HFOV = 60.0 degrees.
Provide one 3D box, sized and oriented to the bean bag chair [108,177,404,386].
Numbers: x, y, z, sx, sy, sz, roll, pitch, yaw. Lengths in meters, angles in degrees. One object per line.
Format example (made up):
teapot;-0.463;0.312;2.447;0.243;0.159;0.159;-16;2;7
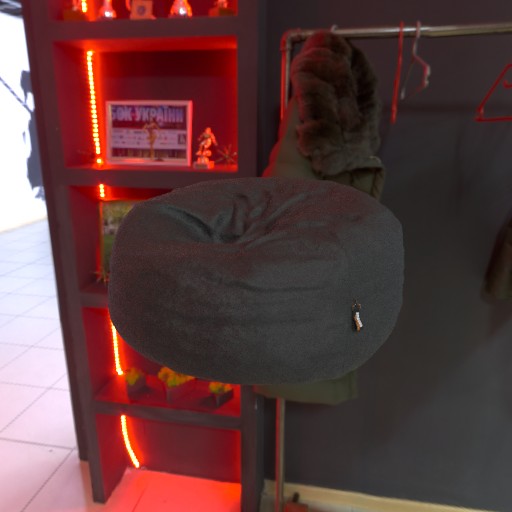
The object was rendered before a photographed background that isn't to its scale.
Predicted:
bean bag chair;0.000;0.000;2.375;1.525;0.751;1.525;0;16;0
